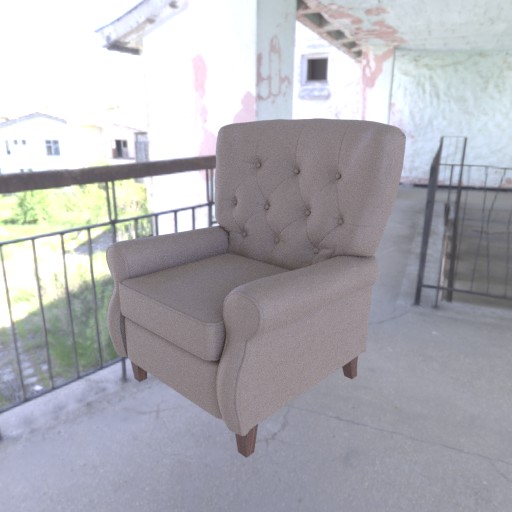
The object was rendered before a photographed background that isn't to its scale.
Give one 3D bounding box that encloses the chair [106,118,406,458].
[{"bbox_3d":[0.000,0.000,1.913,0.999,1.138,1.041,16,23,42],"label":"chair"}]
